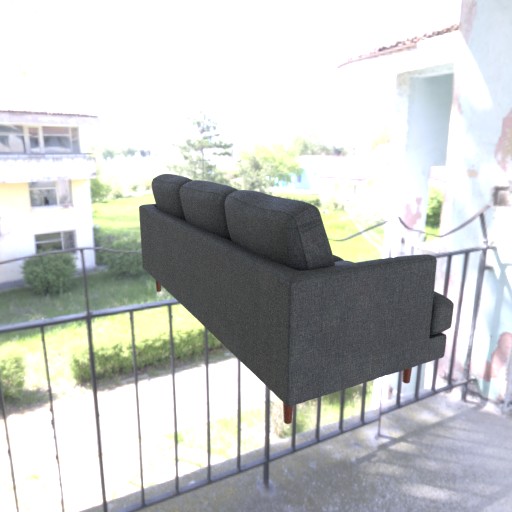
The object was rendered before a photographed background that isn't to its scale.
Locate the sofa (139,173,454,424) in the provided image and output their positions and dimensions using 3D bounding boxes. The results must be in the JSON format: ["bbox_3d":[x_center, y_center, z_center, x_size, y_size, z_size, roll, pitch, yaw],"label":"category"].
[{"bbox_3d":[0.000,0.000,2.765,0.903,0.930,2.246,-8,16,-27],"label":"sofa"}]
